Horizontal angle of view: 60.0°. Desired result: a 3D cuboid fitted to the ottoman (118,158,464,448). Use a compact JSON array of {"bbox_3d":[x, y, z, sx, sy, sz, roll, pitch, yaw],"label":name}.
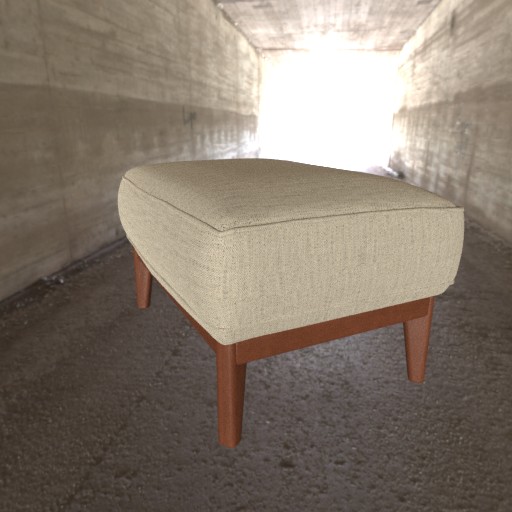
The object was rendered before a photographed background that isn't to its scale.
[{"bbox_3d":[0.000,0.000,1.148,0.594,0.465,0.794,-8,19,-25],"label":"ottoman"}]
